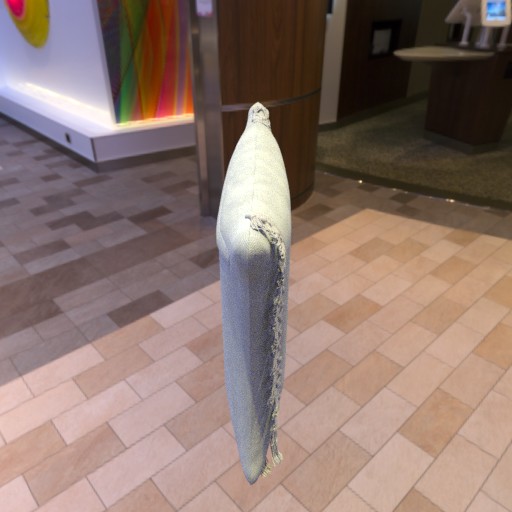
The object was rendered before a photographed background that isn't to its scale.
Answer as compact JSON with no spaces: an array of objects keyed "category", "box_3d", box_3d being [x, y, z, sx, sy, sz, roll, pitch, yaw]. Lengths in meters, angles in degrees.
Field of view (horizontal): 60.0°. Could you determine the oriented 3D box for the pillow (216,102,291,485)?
[{"category":"pillow","box_3d":[0.000,0.000,0.594,0.084,0.305,0.466,1,31,1]}]
